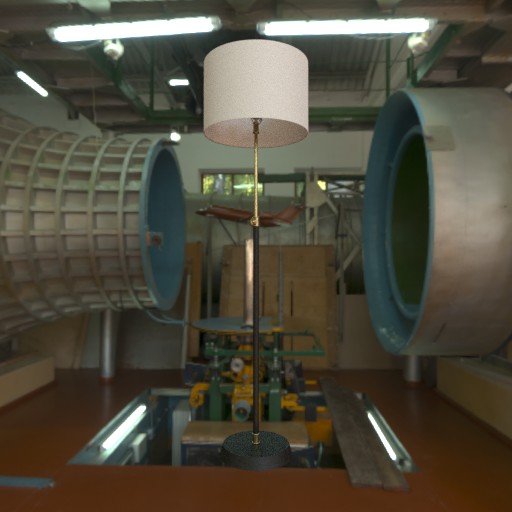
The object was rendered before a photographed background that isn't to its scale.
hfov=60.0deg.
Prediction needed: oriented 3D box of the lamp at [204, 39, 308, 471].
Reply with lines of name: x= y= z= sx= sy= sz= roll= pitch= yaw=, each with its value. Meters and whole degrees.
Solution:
lamp: x=0.000 y=0.000 z=1.716 sx=0.404 sy=1.517 sz=0.404 roll=-1 pitch=-1 yaw=37
